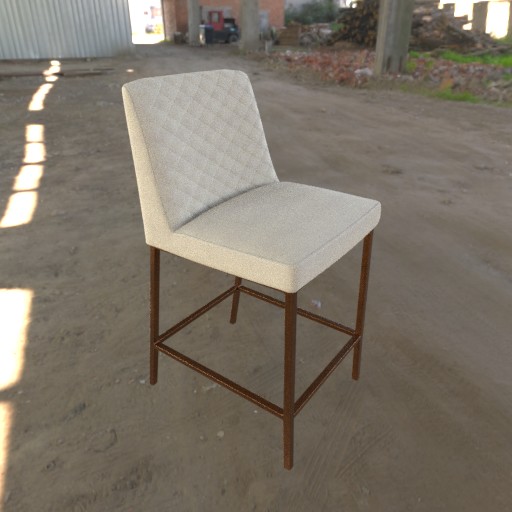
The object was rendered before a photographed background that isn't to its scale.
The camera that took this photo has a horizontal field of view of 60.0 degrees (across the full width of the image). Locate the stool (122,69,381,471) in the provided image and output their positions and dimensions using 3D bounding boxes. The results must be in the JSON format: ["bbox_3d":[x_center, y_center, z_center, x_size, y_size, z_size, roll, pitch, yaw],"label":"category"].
[{"bbox_3d":[0.000,0.000,1.304,0.576,0.973,0.507,19,33,32],"label":"stool"}]
